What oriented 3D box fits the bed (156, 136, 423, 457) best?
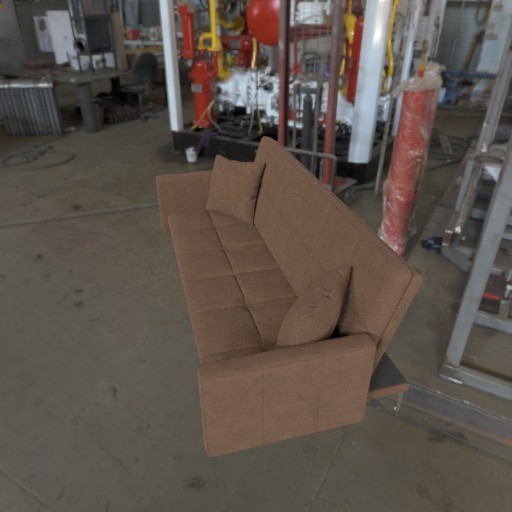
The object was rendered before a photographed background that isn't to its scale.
[{"bbox_3d":[0.000,0.000,2.378,0.889,0.787,1.905,-8,32,-13],"label":"bed"}]
